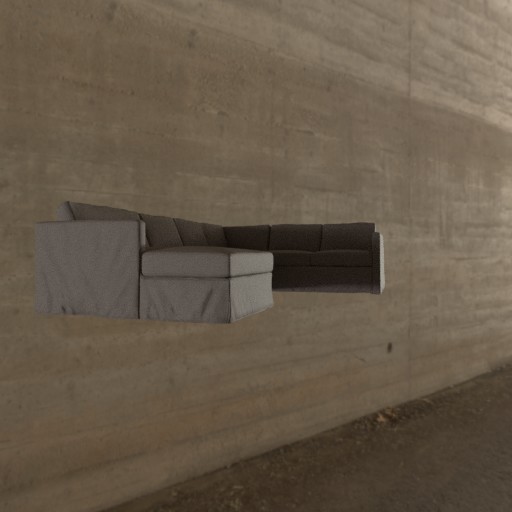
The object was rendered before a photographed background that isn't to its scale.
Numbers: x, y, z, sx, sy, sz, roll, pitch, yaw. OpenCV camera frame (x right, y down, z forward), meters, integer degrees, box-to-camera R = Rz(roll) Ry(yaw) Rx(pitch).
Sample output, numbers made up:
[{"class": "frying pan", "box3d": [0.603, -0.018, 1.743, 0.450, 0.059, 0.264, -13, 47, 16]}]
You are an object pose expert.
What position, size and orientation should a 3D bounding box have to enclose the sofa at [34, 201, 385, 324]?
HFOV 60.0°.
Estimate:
[{"class": "sofa", "box3d": [0.000, 0.000, 4.637, 2.476, 0.878, 3.528, 0, 0, 18]}]
